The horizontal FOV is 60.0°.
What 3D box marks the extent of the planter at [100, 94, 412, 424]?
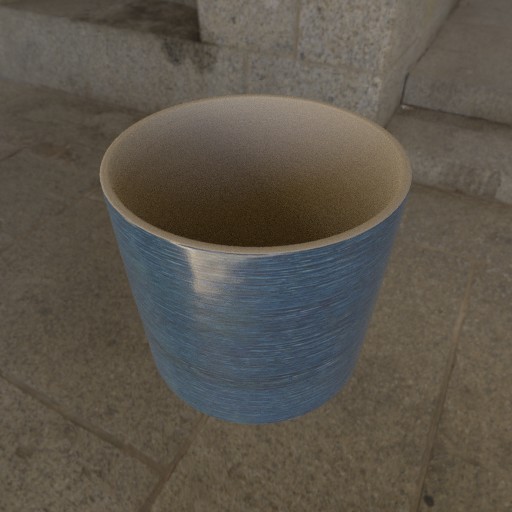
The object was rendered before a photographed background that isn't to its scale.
[{"bbox_3d":[0.000,0.000,0.391,0.221,0.201,0.221,0,42,0],"label":"planter"}]
